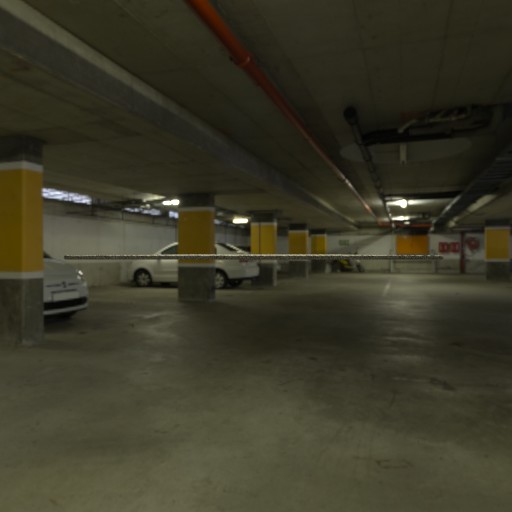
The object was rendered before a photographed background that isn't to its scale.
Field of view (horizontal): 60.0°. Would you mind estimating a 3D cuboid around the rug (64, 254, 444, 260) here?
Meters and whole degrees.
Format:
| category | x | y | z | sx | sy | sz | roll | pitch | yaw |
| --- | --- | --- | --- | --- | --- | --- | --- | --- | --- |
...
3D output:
| category | x | y | z | sx | sy | sz | roll | pitch | yaw |
| --- | --- | --- | --- | --- | --- | --- | --- | --- | --- |
| rug | 0.000 | 0.000 | 2.327 | 1.224 | 0.016 | 1.832 | 0 | 0 | 1 |
